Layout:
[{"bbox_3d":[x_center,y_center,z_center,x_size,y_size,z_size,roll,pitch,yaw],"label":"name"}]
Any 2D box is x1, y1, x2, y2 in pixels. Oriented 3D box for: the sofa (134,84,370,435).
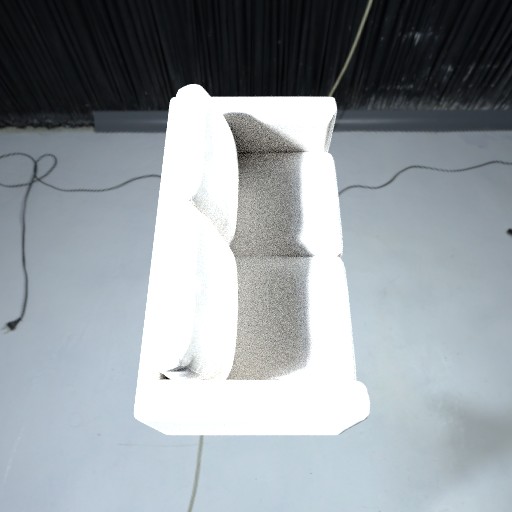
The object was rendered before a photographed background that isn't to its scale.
[{"bbox_3d":[0.000,0.000,1.957,0.796,0.908,1.430,0,63,0],"label":"sofa"}]
